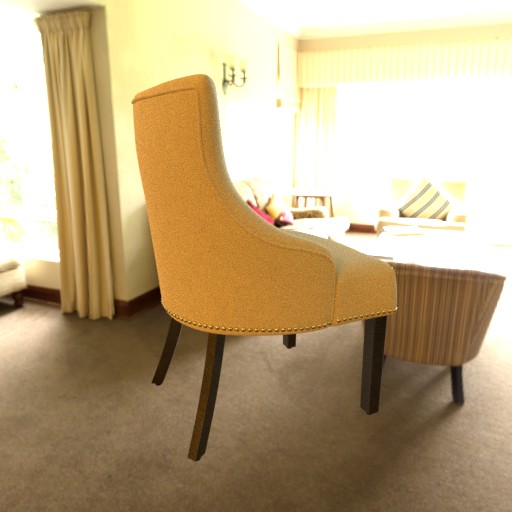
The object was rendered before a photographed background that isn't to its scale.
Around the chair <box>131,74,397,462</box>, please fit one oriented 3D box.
[{"bbox_3d":[0.000,0.000,1.291,0.629,0.909,0.566,-7,17,-25],"label":"chair"}]
